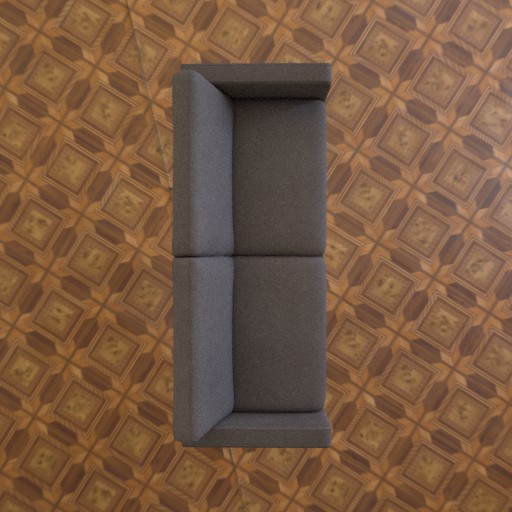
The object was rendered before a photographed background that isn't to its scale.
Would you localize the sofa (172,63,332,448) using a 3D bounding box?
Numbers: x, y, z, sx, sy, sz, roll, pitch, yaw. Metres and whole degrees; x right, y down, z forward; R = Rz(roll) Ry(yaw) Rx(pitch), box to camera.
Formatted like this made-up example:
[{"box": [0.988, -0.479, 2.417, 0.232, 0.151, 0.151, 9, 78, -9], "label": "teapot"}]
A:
[{"box": [0.000, 0.000, 2.367, 0.774, 0.828, 1.925, 0, 91, 1], "label": "sofa"}]
